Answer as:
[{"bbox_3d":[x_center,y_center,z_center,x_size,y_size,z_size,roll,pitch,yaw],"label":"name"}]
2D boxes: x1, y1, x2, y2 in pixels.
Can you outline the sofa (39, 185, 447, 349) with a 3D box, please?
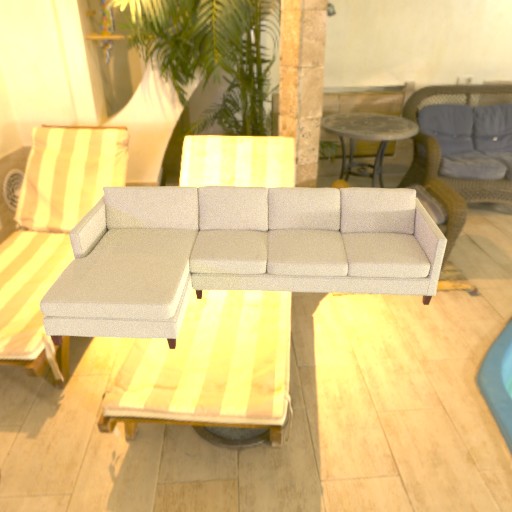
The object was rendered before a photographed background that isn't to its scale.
[{"bbox_3d":[0.000,0.000,3.913,3.186,0.846,1.625,1,29,2],"label":"sofa"}]
